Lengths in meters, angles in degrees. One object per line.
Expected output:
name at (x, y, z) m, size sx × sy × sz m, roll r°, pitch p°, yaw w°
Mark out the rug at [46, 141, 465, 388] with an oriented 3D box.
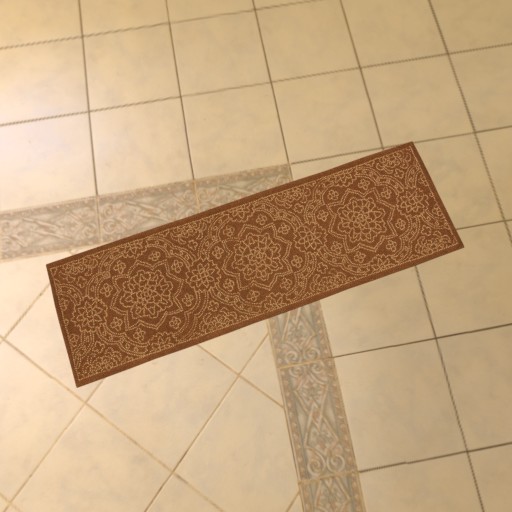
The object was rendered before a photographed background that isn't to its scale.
rug at (0.000, 0.000, 2.701) m, size 2.448 × 0.012 × 0.769 m, roll -19°, pitch 77°, yaw -5°
